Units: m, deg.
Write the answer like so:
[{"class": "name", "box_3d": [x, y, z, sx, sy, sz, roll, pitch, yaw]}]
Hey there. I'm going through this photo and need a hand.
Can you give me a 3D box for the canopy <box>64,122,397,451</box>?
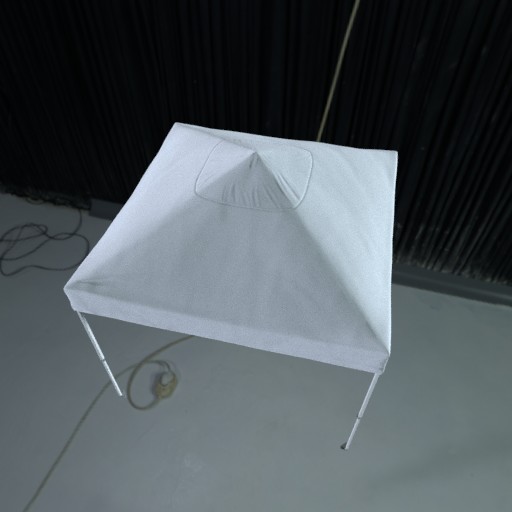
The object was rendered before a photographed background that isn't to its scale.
[{"class": "canopy", "box_3d": [0.000, 0.000, 5.395, 2.998, 2.997, 2.996, 10, 48, 9]}]
